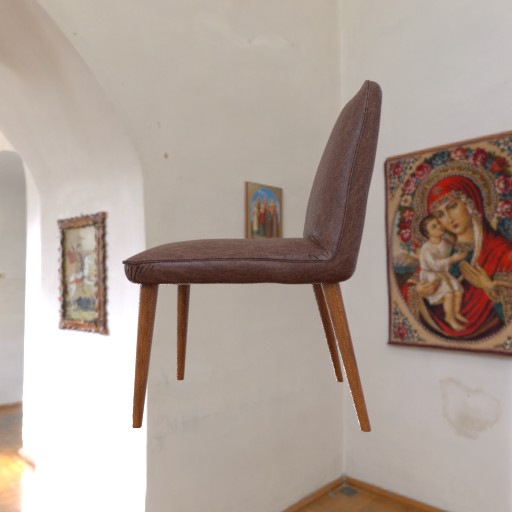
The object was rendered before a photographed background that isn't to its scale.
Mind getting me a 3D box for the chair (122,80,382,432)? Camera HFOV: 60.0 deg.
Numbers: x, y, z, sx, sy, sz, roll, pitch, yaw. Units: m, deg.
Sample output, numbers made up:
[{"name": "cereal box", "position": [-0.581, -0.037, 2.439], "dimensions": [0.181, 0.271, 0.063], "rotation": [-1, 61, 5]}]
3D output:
[{"name": "chair", "position": [0.000, 0.000, 1.242], "dimensions": [0.645, 0.803, 0.543], "rotation": [0, -2, -1]}]
